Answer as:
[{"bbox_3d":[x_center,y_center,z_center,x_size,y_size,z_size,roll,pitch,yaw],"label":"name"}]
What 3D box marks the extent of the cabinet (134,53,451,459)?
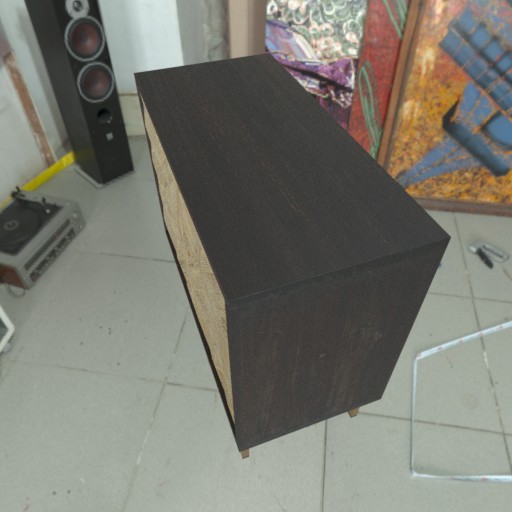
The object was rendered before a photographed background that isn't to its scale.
[{"bbox_3d":[0.000,0.000,1.416,0.451,0.860,0.950,-15,48,-14],"label":"cabinet"}]
